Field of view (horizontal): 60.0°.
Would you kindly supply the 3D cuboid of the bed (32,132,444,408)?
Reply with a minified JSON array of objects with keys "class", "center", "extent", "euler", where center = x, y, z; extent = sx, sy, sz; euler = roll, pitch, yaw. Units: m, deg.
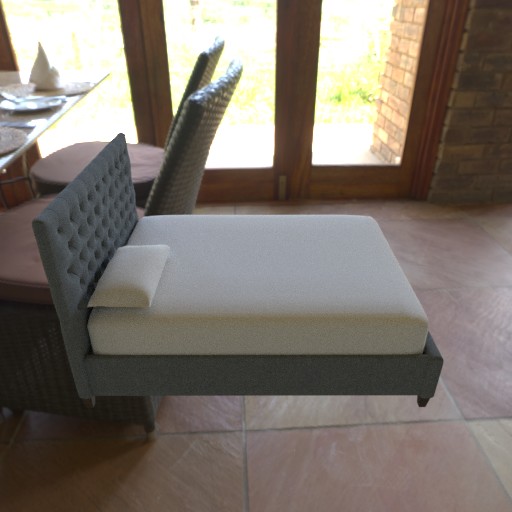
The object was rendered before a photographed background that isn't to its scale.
[{"class":"bed","center":[0.000,0.000,3.325],"extent":[2.335,1.411,1.698],"euler":[0,31,0]}]
